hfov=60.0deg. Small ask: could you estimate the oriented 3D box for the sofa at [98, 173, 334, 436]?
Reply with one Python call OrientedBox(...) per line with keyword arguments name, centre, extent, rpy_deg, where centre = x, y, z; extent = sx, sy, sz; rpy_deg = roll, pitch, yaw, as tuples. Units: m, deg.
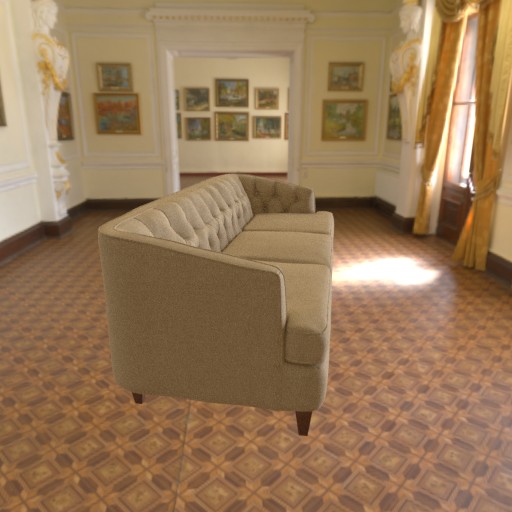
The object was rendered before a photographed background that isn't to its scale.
OrientedBox(name="sofa", centre=(0.000, 0.000, 2.660), extent=(0.913, 0.788, 2.235), rpy_deg=(3, 17, 10))
